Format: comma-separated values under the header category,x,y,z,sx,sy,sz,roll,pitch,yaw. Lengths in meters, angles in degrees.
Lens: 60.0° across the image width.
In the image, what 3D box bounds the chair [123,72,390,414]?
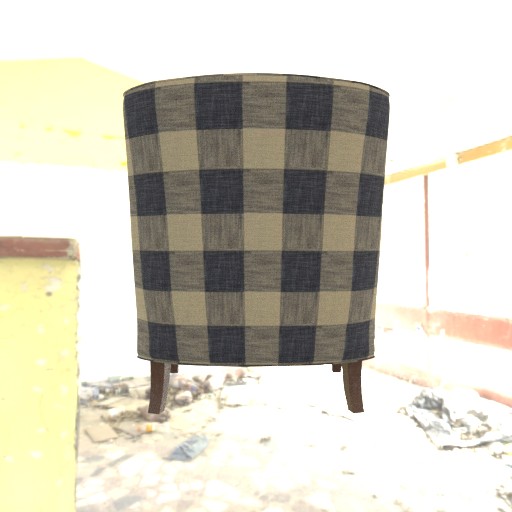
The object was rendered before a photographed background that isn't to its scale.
category,x,y,z,sx,sy,sz,roll,pitch,yaw
chair,0.000,0.000,1.654,0.830,1.041,0.889,0,-1,0
